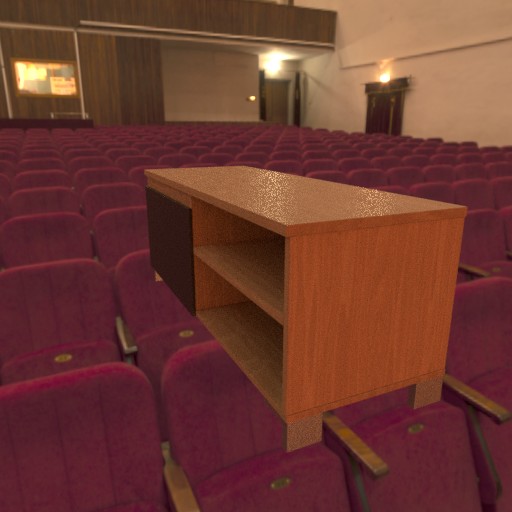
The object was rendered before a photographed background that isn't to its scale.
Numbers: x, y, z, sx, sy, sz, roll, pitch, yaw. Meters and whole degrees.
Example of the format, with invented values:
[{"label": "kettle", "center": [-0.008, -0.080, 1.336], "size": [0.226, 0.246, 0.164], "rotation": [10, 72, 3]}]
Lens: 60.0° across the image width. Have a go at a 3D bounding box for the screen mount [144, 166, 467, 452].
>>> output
[{"label": "screen mount", "center": [0.000, 0.000, 1.308], "size": [0.406, 0.432, 1.084], "rotation": [-7, 18, -24]}]
